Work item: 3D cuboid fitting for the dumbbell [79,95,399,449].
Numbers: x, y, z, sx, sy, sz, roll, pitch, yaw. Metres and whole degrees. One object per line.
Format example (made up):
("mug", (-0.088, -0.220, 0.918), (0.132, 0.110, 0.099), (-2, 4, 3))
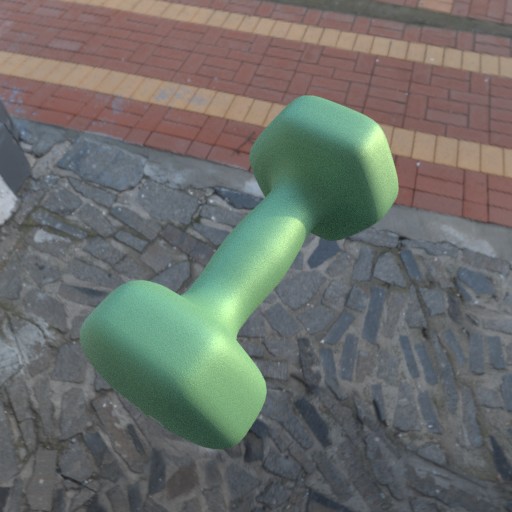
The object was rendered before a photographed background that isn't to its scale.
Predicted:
("dumbbell", (0.000, 0.000, 0.325), (0.129, 0.117, 0.260), (30, 62, 17))
